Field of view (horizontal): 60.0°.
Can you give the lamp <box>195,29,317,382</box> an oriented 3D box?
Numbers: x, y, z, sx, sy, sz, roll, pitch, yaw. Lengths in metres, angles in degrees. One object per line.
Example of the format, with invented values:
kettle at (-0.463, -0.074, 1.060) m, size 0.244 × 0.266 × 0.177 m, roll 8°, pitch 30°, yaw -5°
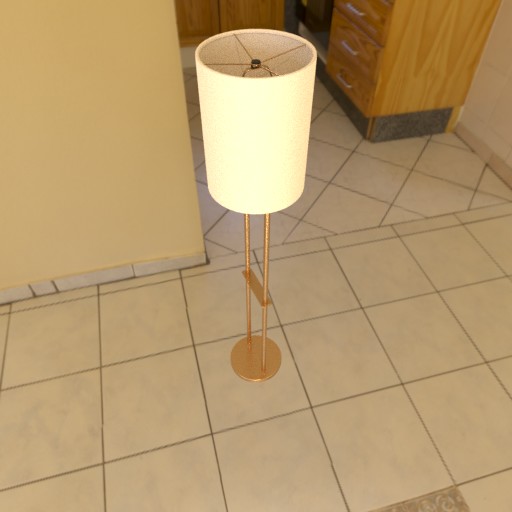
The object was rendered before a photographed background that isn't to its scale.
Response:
lamp at (0.000, 0.000, 1.660) m, size 0.305 × 1.500 × 0.306 m, roll -18°, pitch 49°, yaw -17°
